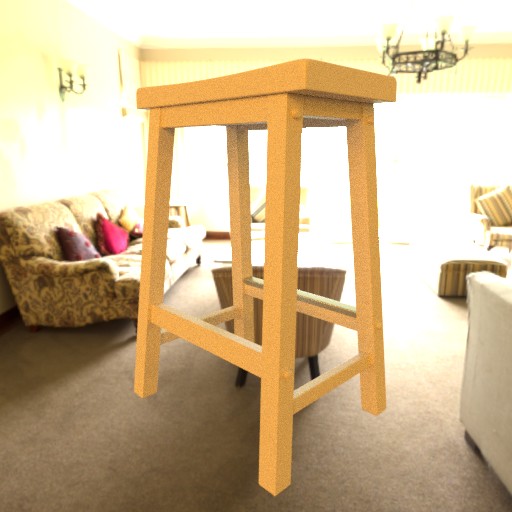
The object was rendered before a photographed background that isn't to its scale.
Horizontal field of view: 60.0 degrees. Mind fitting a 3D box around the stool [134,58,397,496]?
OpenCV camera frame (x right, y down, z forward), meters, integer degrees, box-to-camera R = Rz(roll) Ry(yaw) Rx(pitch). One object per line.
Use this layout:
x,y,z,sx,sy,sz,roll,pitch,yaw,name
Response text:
0.000,0.000,0.832,0.322,0.610,0.406,-13,19,-43,stool
